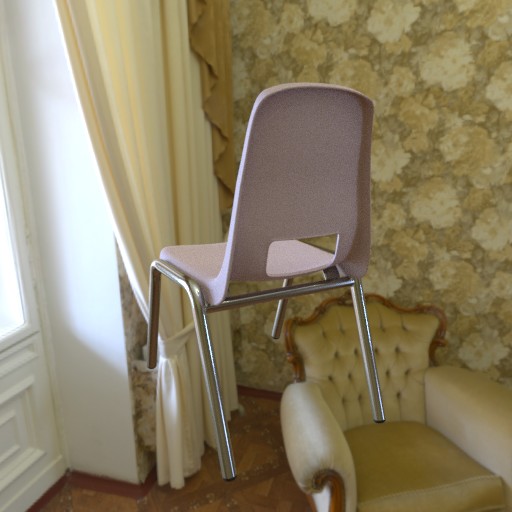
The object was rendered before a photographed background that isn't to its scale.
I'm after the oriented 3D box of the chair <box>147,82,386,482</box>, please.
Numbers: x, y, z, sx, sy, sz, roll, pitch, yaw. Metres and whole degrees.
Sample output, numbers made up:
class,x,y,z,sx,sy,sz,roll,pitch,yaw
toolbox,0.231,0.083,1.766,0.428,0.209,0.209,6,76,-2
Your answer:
class,x,y,z,sx,sy,sz,roll,pitch,yaw
chair,0.000,0.000,0.853,0.354,0.586,0.423,-8,17,-27
